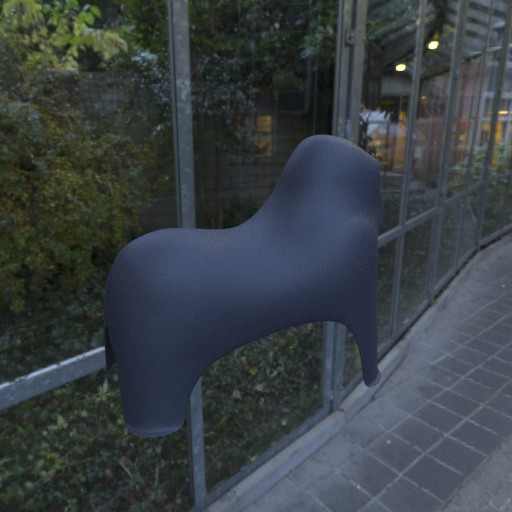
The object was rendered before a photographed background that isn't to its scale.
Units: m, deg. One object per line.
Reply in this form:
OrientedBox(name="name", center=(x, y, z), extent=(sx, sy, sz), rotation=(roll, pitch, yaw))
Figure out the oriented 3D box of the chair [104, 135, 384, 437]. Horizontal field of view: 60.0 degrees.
OrientedBox(name="chair", center=(0.000, 0.000, 1.137), extent=(0.758, 0.600, 0.490), rotation=(-8, 17, -26))
